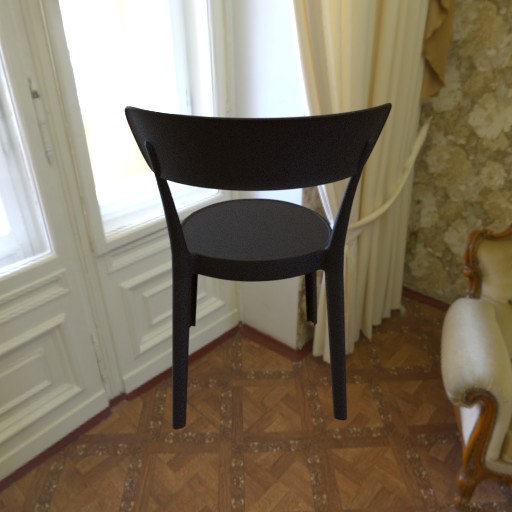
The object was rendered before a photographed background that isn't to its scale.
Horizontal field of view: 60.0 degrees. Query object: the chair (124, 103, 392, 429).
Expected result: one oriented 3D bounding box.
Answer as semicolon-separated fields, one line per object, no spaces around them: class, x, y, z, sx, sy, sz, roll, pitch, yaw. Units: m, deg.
chair;0.000;0.000;1.123;0.506;0.790;0.491;-2;29;-3
